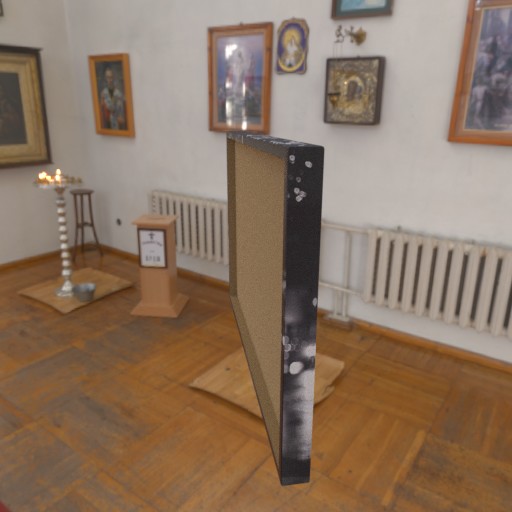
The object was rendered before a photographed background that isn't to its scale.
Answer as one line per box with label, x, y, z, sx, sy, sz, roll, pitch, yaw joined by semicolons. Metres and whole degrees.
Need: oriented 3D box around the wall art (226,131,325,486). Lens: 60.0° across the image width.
wall art;0.000;0.000;0.774;0.037;0.406;0.609;-3;17;-9
